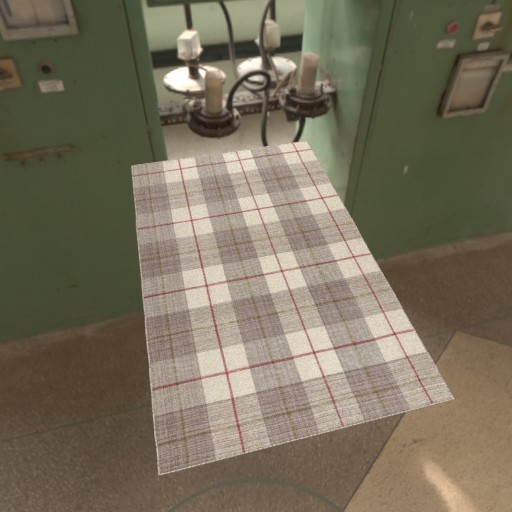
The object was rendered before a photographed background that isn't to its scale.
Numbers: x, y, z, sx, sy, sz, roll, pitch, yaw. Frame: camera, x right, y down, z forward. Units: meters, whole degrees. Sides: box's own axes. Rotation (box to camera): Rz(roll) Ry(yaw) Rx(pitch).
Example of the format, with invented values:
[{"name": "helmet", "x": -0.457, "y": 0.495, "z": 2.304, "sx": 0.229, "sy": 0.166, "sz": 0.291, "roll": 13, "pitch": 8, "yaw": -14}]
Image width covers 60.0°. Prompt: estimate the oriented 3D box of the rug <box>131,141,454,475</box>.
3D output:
[{"name": "rug", "x": 0.000, "y": 0.000, "z": 2.988, "sx": 1.549, "sy": 0.010, "sz": 2.464, "roll": -10, "pitch": 48, "yaw": -9}]
